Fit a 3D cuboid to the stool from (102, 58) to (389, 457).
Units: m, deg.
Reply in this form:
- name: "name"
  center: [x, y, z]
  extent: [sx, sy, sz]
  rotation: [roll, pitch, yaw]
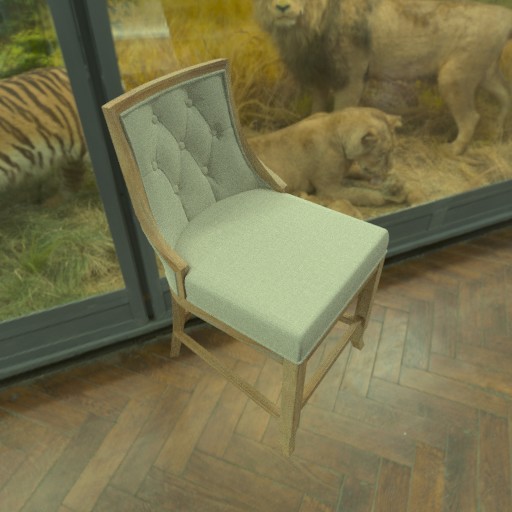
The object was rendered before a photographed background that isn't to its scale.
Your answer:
- name: "stool"
  center: [0.000, 0.000, 1.334]
  extent: [0.626, 0.938, 0.524]
  rotation: [25, 47, 26]
